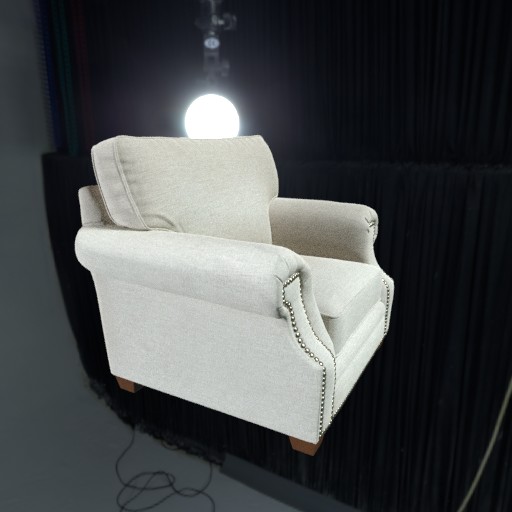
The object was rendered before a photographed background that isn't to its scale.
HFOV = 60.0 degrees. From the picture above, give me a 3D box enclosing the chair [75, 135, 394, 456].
[{"bbox_3d":[0.000,0.000,1.822,0.965,0.961,1.092,8,17,28],"label":"chair"}]
